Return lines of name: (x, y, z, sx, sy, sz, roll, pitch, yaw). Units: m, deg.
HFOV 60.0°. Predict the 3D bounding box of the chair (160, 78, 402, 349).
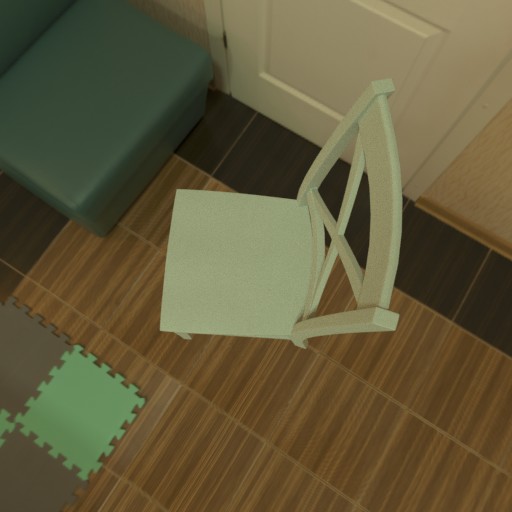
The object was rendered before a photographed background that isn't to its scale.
chair: (0.000, 0.000, 1.273, 0.542, 0.983, 0.485, 4, 75, 1)
